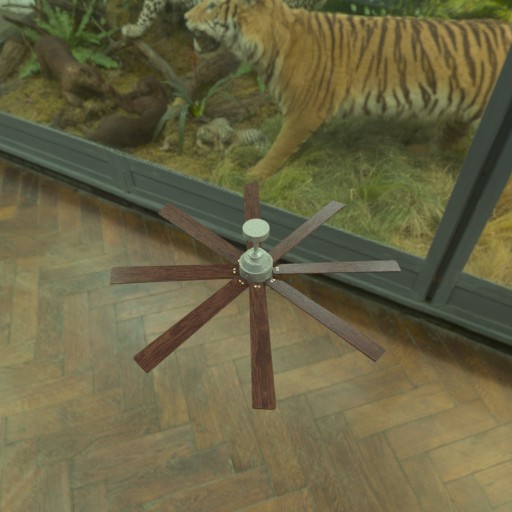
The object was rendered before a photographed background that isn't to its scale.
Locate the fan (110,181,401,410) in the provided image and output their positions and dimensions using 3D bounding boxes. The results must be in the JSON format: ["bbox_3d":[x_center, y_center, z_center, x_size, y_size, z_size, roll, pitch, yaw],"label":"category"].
[{"bbox_3d":[0.000,0.000,2.718,1.830,0.472,1.830,-2,46,-2],"label":"fan"}]
